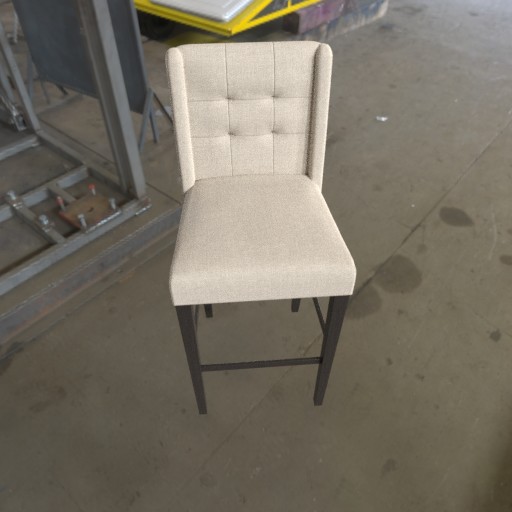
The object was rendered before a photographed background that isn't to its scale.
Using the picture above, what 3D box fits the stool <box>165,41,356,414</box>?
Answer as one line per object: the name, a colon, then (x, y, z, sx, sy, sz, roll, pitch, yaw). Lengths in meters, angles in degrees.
stool: (0.000, 0.000, 1.395, 0.474, 1.116, 0.509, -3, 45, -3)
